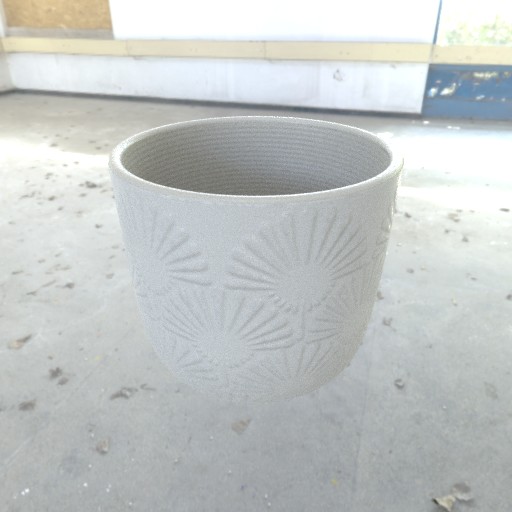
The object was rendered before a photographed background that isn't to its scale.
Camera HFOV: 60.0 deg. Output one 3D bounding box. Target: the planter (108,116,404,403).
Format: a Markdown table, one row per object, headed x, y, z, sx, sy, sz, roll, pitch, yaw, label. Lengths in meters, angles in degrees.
| x | y | z | sx | sy | sz | roll | pitch | yaw | label |
| --- | --- | --- | --- | --- | --- | --- | --- | --- | --- |
| 0.000 | 0.000 | 0.218 | 0.124 | 0.109 | 0.124 | 0 | 29 | 0 | planter |
